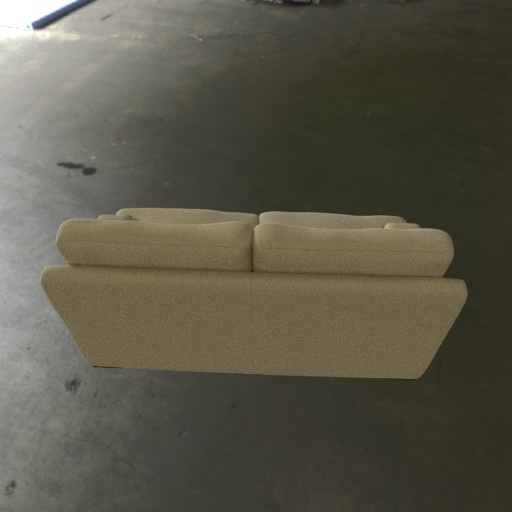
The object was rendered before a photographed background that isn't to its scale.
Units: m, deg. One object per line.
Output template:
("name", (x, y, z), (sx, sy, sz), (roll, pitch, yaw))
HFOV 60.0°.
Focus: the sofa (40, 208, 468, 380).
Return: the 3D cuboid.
("sofa", (0.000, 0.000, 2.443), (1.885, 0.967, 0.962), (2, 46, 2))
